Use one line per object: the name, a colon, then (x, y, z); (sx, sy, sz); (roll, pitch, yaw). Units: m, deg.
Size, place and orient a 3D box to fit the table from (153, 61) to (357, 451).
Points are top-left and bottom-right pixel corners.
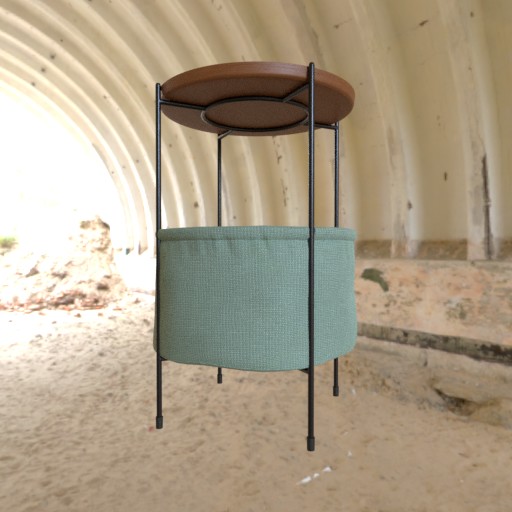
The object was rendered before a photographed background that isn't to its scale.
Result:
table: (0.000, 0.000, 0.891); (0.400, 0.623, 0.400); (0, 1, 18)
